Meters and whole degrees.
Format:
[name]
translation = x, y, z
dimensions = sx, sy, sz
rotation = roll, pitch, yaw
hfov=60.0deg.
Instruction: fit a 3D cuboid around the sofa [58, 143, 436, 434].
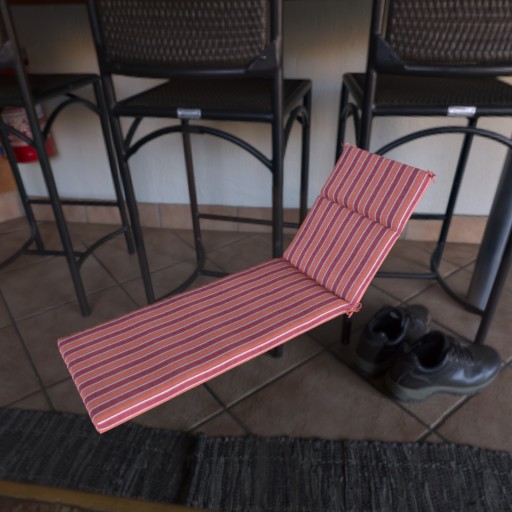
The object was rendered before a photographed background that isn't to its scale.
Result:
[sofa]
translation = 0.000, 0.000, 1.935
dimensions = 1.663, 0.622, 0.582
rotation = -20, 36, -30
